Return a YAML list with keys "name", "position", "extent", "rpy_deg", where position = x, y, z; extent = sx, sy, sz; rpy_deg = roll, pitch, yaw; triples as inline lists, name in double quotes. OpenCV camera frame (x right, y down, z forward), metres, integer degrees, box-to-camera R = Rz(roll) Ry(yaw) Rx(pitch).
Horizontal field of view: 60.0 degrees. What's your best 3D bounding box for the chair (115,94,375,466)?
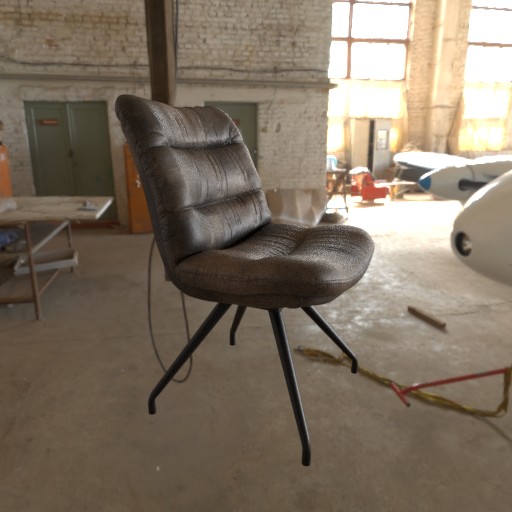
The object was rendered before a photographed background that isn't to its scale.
- name: "chair"
  position: [0.000, 0.000, 1.279]
  extent: [0.622, 0.870, 0.549]
  rpy_deg: [7, 17, 25]
